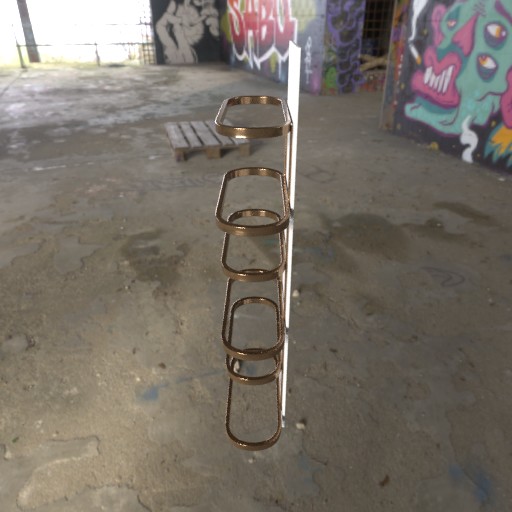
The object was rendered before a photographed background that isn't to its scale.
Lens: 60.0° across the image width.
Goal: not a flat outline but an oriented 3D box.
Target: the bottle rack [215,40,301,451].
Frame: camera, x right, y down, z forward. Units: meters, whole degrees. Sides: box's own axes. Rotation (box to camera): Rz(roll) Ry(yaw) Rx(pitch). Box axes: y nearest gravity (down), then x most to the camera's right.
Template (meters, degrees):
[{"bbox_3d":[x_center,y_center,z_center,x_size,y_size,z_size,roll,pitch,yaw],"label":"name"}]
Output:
[{"bbox_3d":[0.000,0.000,0.819,0.118,0.709,0.332,0,29,1],"label":"bottle rack"}]
